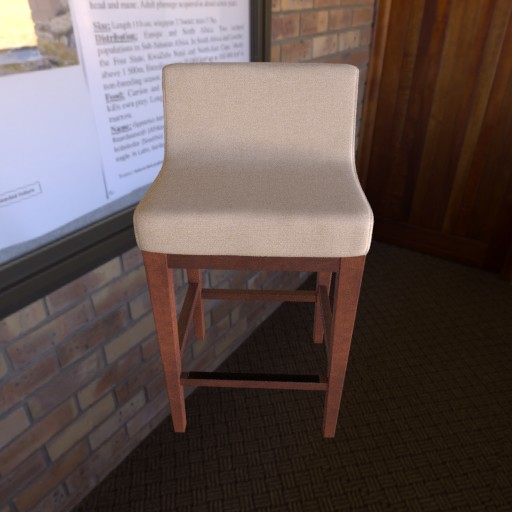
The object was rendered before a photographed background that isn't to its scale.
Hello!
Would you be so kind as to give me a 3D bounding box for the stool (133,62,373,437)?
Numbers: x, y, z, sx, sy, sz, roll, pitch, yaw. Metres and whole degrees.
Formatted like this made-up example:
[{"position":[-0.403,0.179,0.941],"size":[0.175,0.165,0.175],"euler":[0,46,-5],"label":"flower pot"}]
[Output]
[{"position":[0.000,0.000,1.224],"size":[0.511,0.937,0.500],"euler":[1,31,2],"label":"stool"}]
